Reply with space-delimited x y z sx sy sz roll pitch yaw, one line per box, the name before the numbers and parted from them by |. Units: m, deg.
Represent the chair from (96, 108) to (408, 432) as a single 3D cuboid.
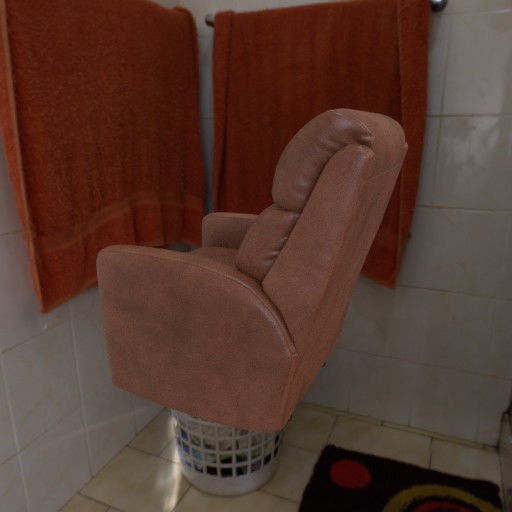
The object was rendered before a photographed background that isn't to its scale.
chair | 0.000 0.000 1.656 0.939 1.016 0.787 7 18 24
